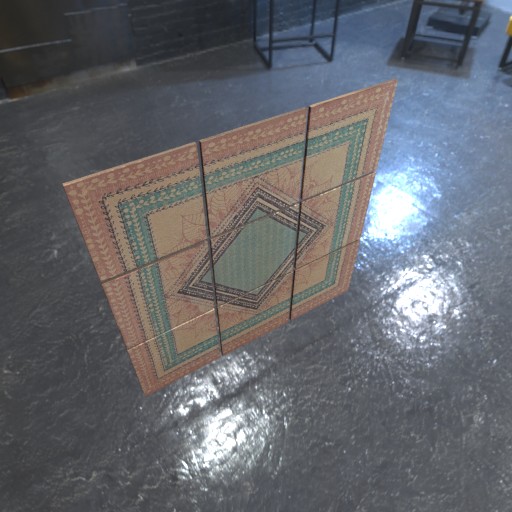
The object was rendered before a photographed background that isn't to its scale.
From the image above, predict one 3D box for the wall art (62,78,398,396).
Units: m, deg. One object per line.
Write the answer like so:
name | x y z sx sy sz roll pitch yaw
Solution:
wall art | 0.000 0.000 1.844 1.215 1.213 0.013 -24 51 -21
